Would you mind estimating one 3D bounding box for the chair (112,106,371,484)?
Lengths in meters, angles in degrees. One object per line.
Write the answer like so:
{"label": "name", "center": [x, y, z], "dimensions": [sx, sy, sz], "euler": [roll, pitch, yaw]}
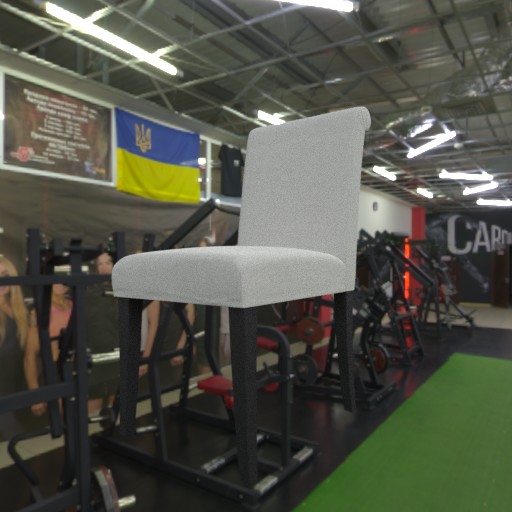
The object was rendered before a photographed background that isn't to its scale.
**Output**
{"label": "chair", "center": [0.000, 0.000, 1.338], "dimensions": [0.452, 0.976, 0.708], "euler": [0, 0, 36]}
